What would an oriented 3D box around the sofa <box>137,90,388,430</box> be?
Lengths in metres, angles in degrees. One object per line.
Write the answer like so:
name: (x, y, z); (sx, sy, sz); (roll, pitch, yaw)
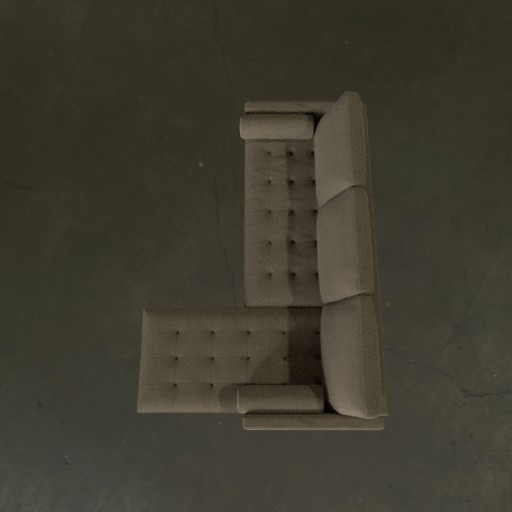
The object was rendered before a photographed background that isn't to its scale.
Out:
sofa: (0.000, 0.000, 3.002); (1.506, 0.875, 2.178); (0, 76, 0)
